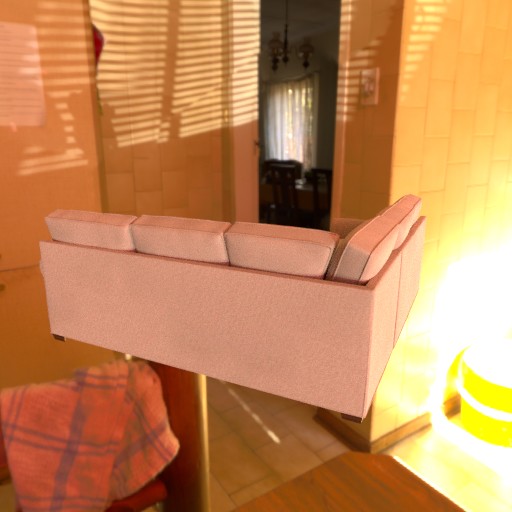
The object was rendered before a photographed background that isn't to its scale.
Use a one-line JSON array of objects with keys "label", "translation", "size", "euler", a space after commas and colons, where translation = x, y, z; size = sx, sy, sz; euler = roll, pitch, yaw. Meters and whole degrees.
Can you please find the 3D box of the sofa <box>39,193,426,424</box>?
[{"label": "sofa", "translation": [0.000, 0.000, 3.921], "size": [2.562, 1.053, 2.487], "euler": [7, 17, 25]}]
